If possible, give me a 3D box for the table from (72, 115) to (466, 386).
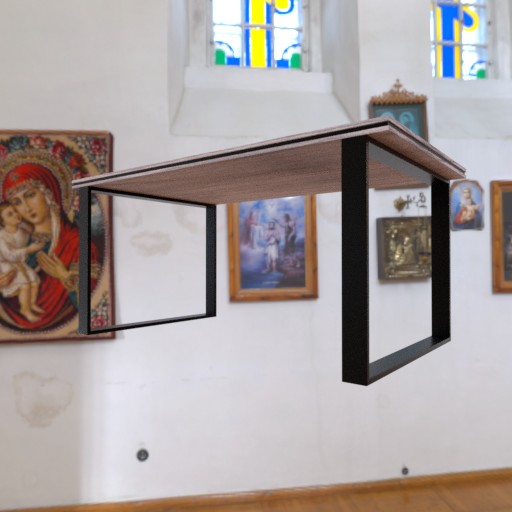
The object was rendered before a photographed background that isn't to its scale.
[{"bbox_3d":[0.000,0.000,2.014,1.579,0.736,0.881,-1,-1,38],"label":"table"}]
